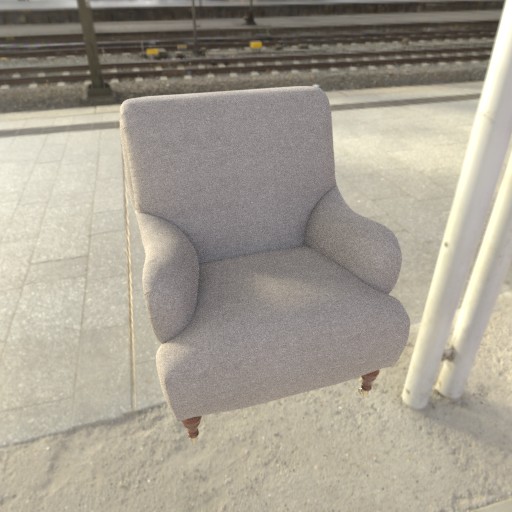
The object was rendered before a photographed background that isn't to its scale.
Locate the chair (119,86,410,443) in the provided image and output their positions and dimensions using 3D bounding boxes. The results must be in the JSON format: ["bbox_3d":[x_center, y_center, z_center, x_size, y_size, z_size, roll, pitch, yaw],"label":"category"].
[{"bbox_3d":[0.000,0.000,1.503,0.766,0.942,0.843,-10,34,-15],"label":"chair"}]
